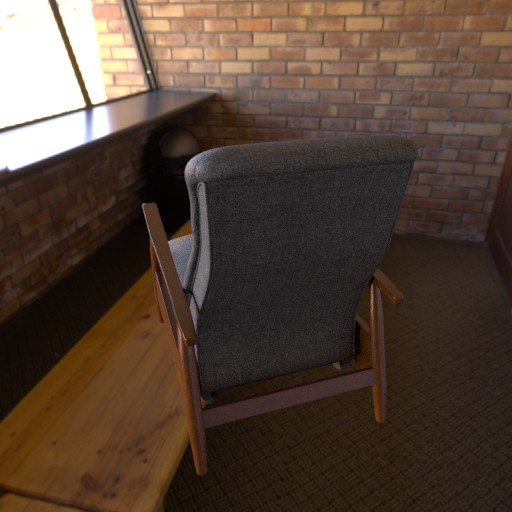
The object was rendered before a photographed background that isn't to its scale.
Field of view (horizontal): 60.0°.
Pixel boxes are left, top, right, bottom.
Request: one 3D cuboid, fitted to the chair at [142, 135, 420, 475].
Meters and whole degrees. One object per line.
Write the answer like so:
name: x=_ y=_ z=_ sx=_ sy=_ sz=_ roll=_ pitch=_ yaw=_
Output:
chair: x=0.000 y=0.000 z=1.758 sx=0.762 sy=1.082 sz=1.030 roll=-9 pitch=28 yaw=-17
